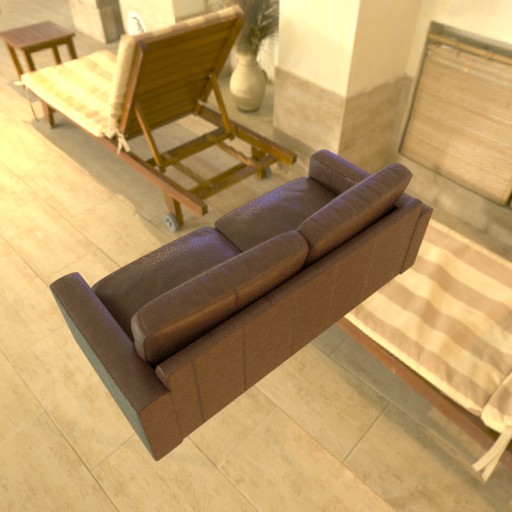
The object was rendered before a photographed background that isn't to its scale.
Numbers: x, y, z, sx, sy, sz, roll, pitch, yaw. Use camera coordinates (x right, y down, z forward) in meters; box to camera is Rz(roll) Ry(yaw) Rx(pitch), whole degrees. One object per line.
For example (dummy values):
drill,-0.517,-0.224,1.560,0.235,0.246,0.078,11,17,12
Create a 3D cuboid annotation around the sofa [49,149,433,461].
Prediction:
sofa,0.000,0.000,2.734,2.179,0.873,1.016,-31,52,-27
